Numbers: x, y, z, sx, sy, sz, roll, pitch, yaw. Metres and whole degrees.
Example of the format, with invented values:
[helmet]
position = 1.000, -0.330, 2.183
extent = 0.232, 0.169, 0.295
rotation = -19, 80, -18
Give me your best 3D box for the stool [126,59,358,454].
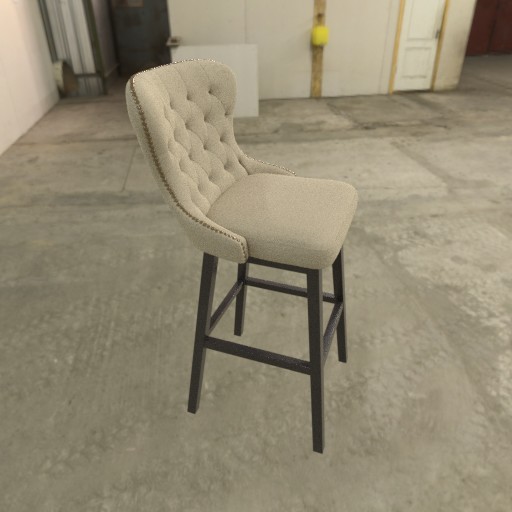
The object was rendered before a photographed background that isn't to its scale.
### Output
[stool]
position = 0.000, 0.000, 1.375
extent = 0.605, 1.066, 0.528
rotation = 11, 33, 17
